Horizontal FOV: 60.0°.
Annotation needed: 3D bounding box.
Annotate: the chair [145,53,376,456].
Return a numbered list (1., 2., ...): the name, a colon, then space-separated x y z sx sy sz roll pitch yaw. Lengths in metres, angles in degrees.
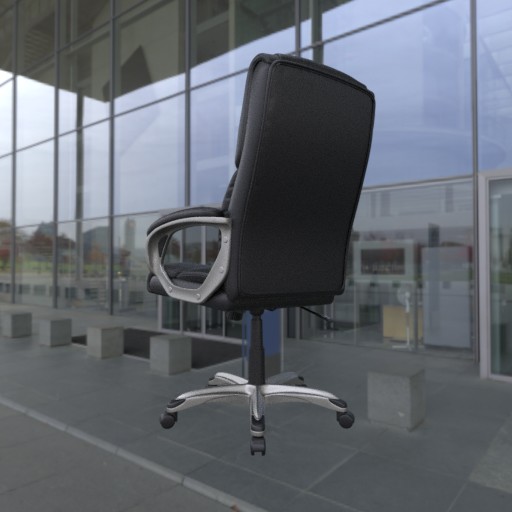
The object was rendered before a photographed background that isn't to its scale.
1. chair: 0.000 0.000 1.604 0.663 1.155 0.739 1 -1 -36
